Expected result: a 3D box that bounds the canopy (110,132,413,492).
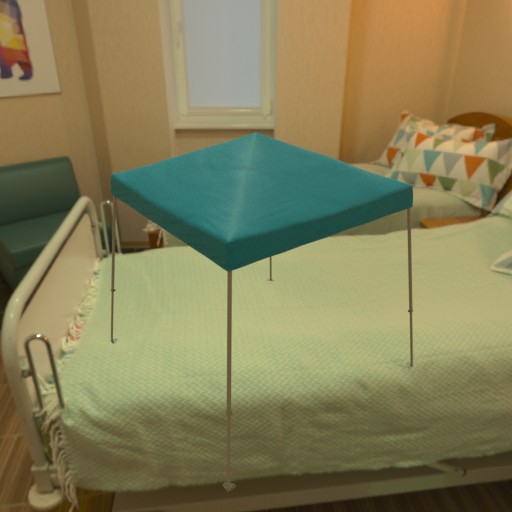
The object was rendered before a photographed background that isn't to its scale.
[{"bbox_3d":[0.000,0.000,6.594,3.599,3.600,3.600,-19,32,-33],"label":"canopy"}]
